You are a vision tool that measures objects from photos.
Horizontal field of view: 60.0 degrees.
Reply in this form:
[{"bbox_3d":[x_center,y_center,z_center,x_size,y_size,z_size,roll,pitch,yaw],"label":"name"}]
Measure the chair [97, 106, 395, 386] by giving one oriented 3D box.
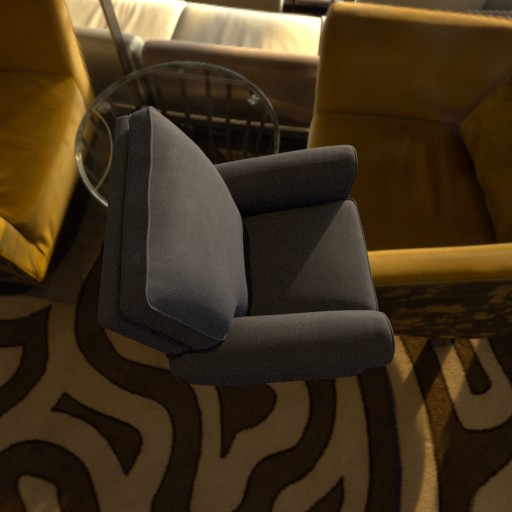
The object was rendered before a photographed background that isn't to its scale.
[{"bbox_3d":[0.000,0.000,1.658,0.878,0.961,0.890,-4,64,-2],"label":"chair"}]
